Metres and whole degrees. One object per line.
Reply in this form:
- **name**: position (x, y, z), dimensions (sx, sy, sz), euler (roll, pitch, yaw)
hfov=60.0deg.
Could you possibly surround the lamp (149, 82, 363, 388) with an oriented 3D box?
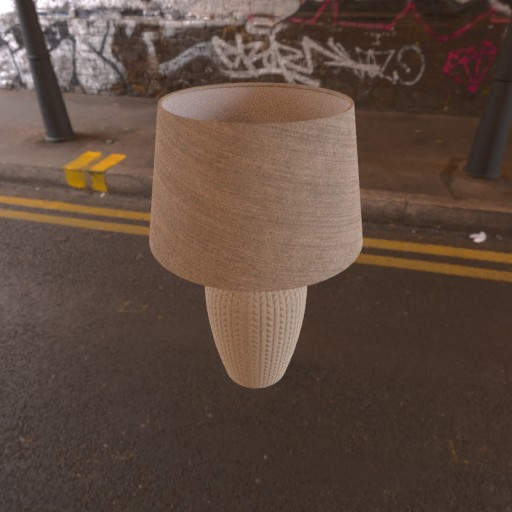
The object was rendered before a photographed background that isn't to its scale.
- **lamp**: position (0.000, 0.000, 0.854), dimensions (0.390, 0.580, 0.390), euler (0, 31, 0)
